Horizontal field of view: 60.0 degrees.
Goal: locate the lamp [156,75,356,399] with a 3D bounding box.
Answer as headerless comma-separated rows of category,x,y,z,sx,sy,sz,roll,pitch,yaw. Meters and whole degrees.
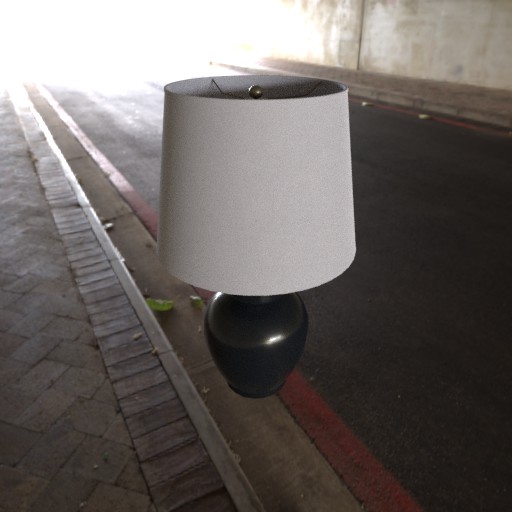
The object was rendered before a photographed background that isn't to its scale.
lamp,0.000,0.000,0.552,0.239,0.399,0.239,0,28,0
